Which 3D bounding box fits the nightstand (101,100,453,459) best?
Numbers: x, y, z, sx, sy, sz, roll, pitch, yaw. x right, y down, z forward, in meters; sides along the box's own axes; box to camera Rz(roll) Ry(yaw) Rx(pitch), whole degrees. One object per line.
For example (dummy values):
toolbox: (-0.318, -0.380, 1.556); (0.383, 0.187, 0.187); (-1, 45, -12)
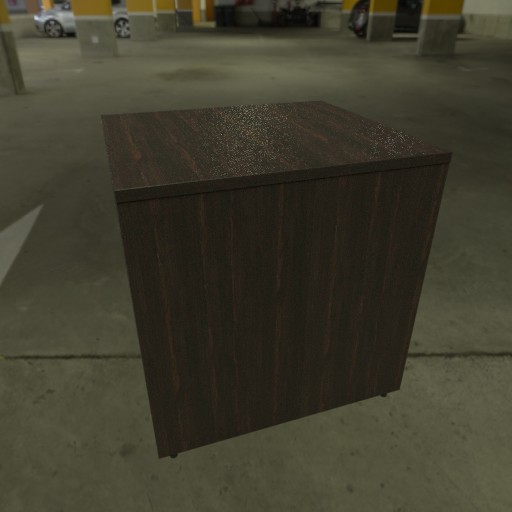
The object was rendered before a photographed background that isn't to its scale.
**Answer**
nightstand: (0.000, 0.000, 0.821); (0.461, 0.460, 0.400); (-10, 31, -16)
